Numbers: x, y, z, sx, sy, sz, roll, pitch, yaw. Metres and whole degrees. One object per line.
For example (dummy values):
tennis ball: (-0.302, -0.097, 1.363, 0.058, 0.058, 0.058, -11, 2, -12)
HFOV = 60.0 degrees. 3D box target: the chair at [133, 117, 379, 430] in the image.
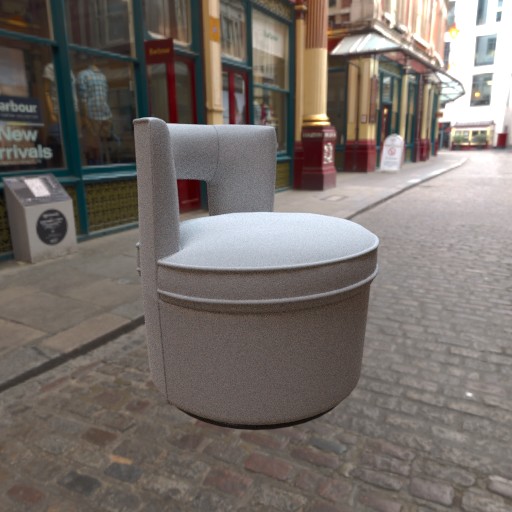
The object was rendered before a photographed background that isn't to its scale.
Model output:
chair: (0.000, 0.000, 1.235, 0.665, 0.723, 0.650, 7, 16, 27)
